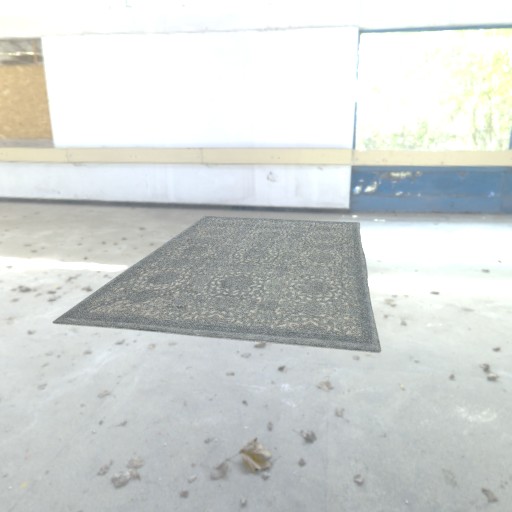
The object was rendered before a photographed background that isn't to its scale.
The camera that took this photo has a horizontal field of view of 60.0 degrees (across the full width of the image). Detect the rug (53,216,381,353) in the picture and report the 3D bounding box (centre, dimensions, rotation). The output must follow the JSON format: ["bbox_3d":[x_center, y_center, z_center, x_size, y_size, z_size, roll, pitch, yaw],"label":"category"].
[{"bbox_3d":[0.000,0.000,3.162,1.535,0.022,2.498,3,17,10],"label":"rug"}]
